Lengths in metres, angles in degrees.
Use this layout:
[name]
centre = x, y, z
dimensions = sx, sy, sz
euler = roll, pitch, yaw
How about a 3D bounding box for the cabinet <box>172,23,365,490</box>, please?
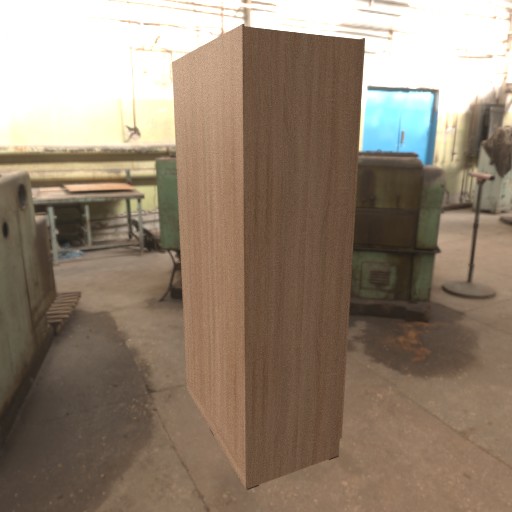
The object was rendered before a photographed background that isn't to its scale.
[cabinet]
centre = 0.000, 0.000, 2.498
dimensions = 0.590, 2.121, 1.001
euler = -7, 17, -25
